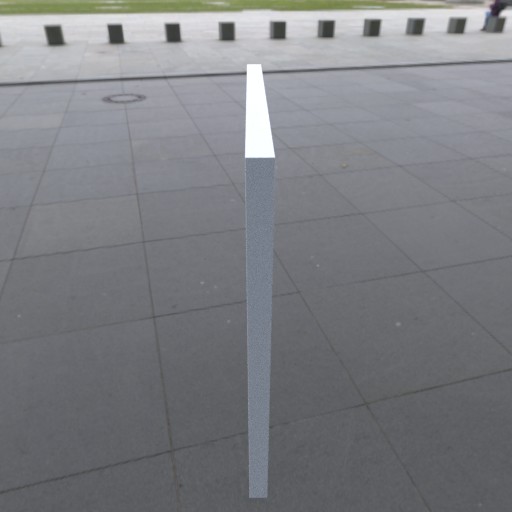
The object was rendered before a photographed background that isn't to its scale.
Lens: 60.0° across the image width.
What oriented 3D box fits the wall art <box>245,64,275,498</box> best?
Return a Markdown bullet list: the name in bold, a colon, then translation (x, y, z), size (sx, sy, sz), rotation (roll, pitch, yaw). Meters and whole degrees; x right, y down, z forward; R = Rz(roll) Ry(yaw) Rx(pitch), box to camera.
- **wall art**: translation (0.000, 0.000, 1.086), size (0.038, 0.761, 0.763), rotation (0, 32, -1)
